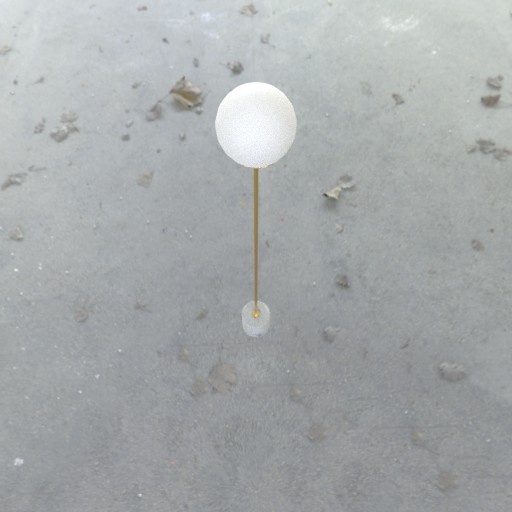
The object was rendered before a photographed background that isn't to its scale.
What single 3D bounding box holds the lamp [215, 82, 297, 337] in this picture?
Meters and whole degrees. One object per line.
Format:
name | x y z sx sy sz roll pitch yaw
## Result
lamp | 0.000 0.000 1.895 0.224 1.753 0.224 -1 62 0
